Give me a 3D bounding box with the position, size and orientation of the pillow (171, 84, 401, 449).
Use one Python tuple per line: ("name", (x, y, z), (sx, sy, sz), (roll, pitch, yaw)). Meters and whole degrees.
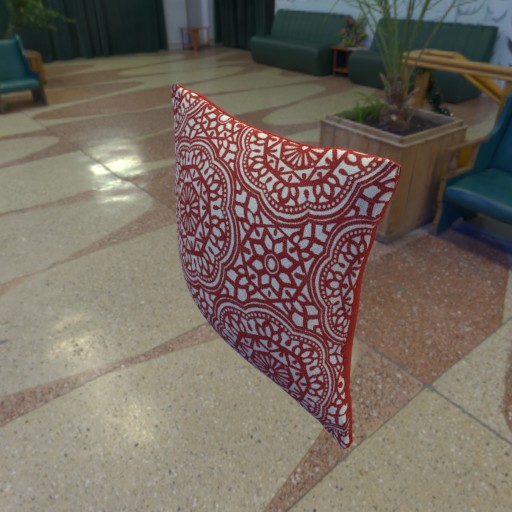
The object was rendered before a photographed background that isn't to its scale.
("pillow", (0.000, 0.000, 0.655), (0.162, 0.419, 0.438), (-22, 38, -30))
